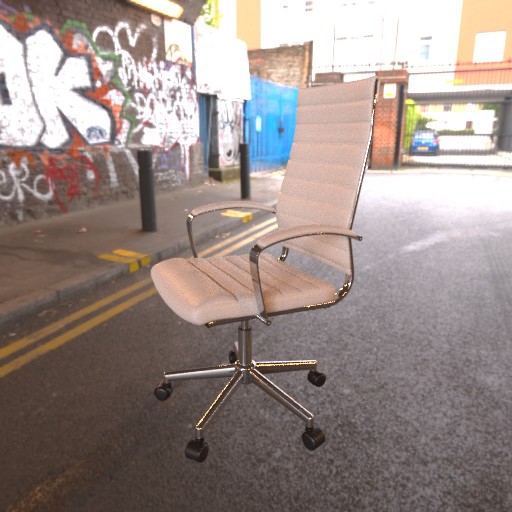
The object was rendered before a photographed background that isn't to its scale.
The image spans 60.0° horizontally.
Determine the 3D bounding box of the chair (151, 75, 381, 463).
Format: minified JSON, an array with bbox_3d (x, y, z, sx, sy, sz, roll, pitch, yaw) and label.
[{"bbox_3d":[0.000,0.000,1.528,0.679,1.149,0.679,-8,17,-26],"label":"chair"}]
